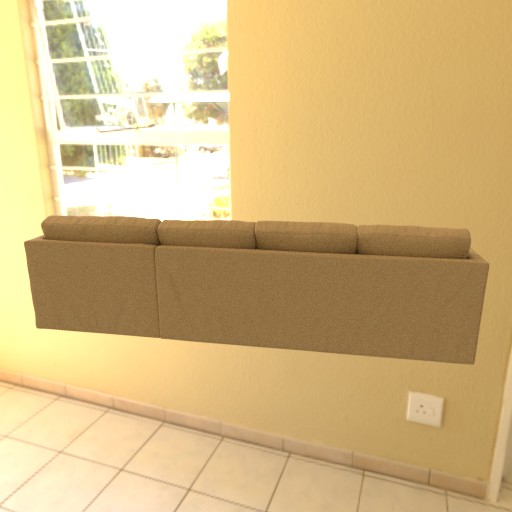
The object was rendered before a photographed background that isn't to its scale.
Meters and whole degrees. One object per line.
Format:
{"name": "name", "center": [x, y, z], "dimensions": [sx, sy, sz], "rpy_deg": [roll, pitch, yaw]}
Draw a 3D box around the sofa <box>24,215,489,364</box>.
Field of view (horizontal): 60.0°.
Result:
{"name": "sofa", "center": [0.000, 0.000, 3.780], "dimensions": [3.177, 0.867, 1.622], "rpy_deg": [3, 16, 10]}
